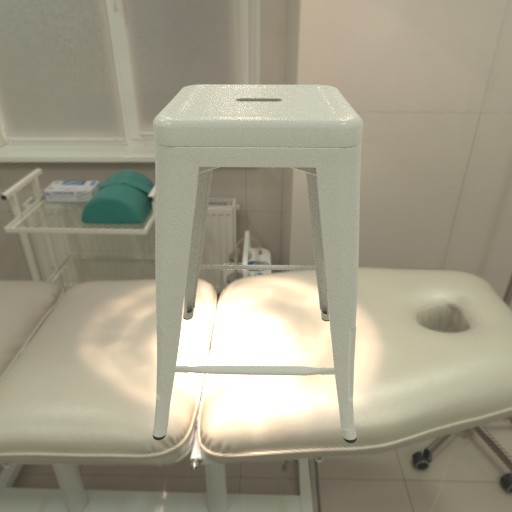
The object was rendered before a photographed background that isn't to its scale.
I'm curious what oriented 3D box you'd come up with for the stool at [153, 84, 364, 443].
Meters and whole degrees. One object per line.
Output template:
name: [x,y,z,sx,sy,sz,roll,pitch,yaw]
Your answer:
stool: [0.000,0.000,0.895,0.406,0.610,0.406,1,30,1]
